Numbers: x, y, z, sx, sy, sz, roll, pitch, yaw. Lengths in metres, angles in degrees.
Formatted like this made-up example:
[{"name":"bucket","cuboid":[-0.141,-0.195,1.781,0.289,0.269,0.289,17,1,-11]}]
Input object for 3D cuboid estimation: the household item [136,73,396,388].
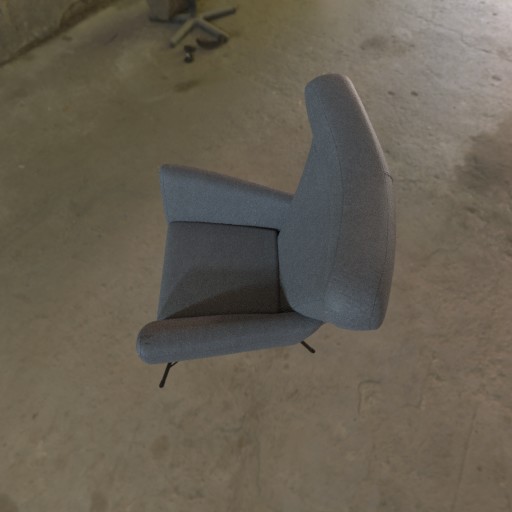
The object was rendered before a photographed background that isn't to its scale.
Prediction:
[{"name":"household item","cuboid":[0.000,0.000,1.792,0.900,1.050,0.980,0,58,0]}]
